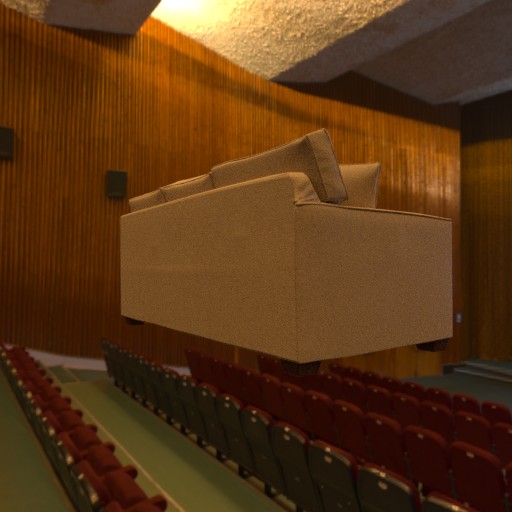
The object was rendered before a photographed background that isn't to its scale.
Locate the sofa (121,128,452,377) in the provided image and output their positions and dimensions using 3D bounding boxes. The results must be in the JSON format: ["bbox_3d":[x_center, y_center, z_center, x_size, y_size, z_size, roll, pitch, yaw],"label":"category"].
[{"bbox_3d":[0.000,0.000,2.673,1.034,0.946,1.962,1,-2,-35],"label":"sofa"}]
